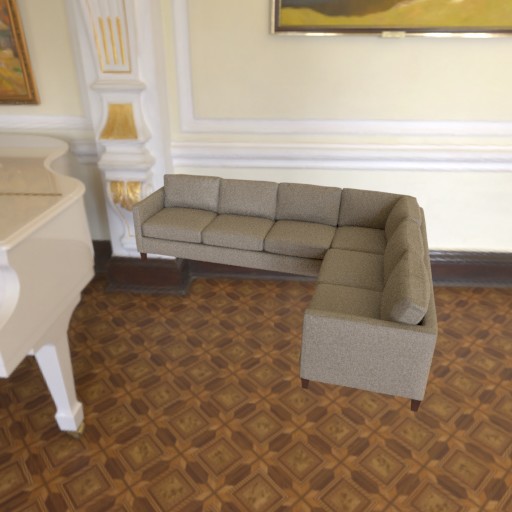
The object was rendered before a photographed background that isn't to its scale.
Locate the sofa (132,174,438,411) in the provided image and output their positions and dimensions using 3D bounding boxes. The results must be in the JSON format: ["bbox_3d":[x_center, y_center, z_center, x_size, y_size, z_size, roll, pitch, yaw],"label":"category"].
[{"bbox_3d":[0.000,0.000,4.551,3.302,0.947,2.593,8,28,15],"label":"sofa"}]
